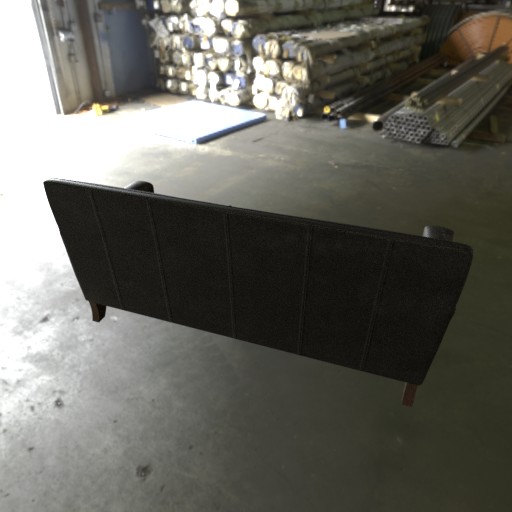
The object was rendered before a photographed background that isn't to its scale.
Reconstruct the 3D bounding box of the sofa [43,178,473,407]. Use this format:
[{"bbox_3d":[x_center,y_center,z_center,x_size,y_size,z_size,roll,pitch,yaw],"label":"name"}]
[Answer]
[{"bbox_3d":[0.000,0.000,2.518,2.053,0.947,0.805,11,33,17],"label":"sofa"}]
